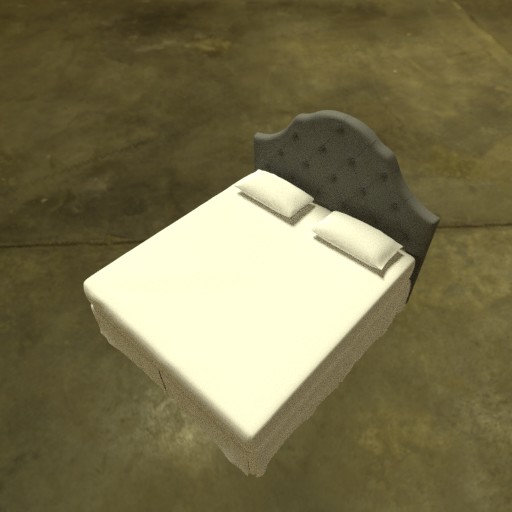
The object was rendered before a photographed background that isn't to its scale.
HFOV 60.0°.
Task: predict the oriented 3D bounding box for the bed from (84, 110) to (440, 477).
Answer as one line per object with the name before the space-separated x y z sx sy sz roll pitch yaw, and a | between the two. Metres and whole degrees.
bed | 0.000 0.000 3.593 2.008 1.615 2.214 33 54 28
